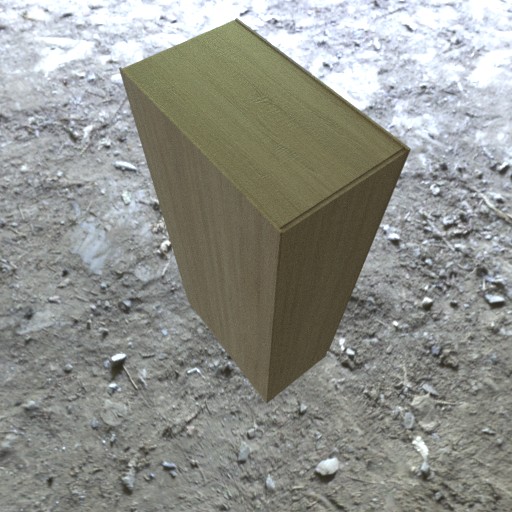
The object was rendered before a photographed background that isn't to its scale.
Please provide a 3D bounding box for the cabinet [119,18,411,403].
[{"bbox_3d":[0.000,0.000,2.531,0.590,2.121,1.001,-33,64,-19],"label":"cabinet"}]
